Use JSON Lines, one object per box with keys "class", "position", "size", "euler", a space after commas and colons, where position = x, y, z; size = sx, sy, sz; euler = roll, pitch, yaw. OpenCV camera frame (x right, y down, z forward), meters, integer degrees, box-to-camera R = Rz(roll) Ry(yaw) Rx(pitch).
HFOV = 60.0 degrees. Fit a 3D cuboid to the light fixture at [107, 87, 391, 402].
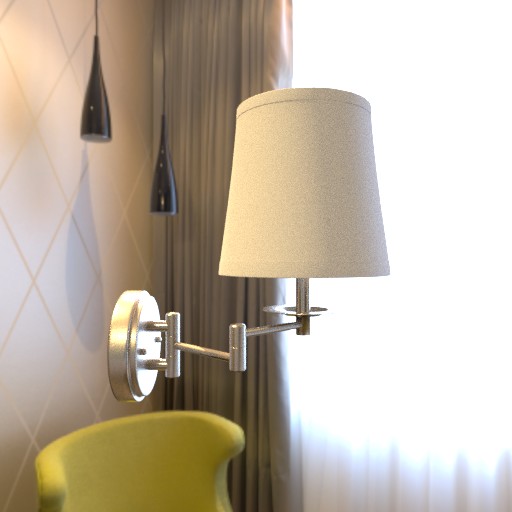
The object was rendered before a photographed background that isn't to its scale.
{"class": "light fixture", "position": [0.000, 0.000, 0.588], "size": [0.348, 0.381, 0.223], "euler": [0, 0, 1]}
